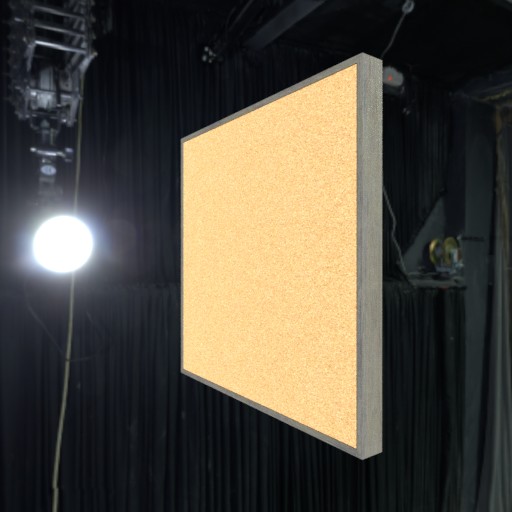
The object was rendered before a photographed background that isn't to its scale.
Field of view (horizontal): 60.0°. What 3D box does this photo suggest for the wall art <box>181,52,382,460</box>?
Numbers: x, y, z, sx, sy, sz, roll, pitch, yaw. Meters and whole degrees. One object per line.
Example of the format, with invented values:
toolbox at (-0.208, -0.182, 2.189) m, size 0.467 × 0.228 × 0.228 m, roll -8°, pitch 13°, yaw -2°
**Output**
wall art at (0.000, 0.000, 0.768) m, size 0.037 × 0.507 × 0.507 m, roll 0°, pitch 0°, yaw -36°
